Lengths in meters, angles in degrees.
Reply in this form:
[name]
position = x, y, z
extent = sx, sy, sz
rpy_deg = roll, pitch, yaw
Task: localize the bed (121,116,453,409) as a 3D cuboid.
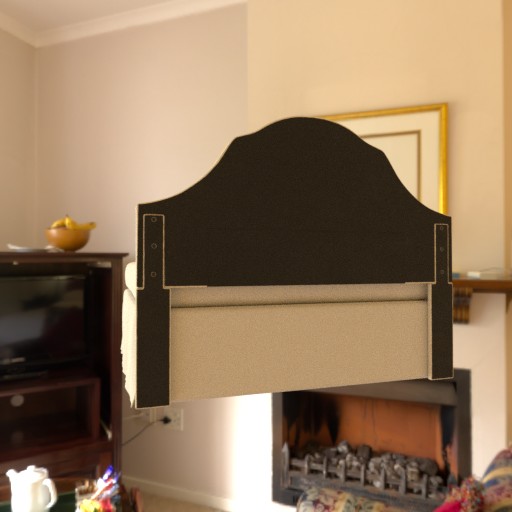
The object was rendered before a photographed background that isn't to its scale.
[bed]
position = 0.000, 0.000, 3.484
extent = 2.012, 1.555, 2.086
rpy_deg = 0, -1, -18
